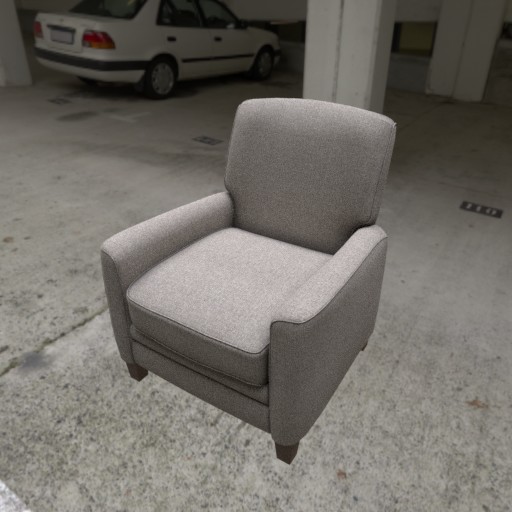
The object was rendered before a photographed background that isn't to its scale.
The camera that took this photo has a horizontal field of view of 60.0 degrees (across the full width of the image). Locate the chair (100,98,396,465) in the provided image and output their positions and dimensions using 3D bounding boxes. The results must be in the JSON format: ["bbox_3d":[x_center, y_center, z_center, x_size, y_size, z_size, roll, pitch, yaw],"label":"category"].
[{"bbox_3d":[0.000,0.000,1.669,0.848,1.014,0.864,17,33,28],"label":"chair"}]
